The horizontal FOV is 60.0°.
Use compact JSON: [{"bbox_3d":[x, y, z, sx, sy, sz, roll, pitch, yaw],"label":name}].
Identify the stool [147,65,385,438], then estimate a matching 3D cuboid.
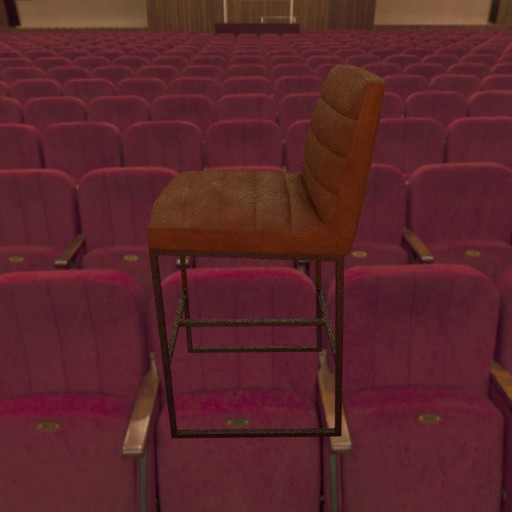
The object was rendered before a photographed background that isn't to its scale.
[{"bbox_3d":[0.000,0.000,1.357,0.562,1.065,0.463,0,27,-1],"label":"stool"}]
